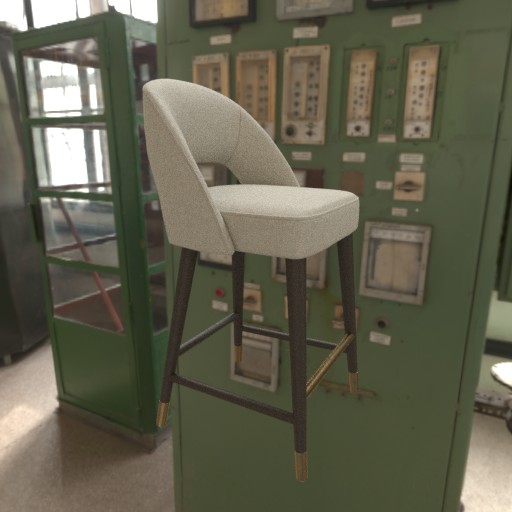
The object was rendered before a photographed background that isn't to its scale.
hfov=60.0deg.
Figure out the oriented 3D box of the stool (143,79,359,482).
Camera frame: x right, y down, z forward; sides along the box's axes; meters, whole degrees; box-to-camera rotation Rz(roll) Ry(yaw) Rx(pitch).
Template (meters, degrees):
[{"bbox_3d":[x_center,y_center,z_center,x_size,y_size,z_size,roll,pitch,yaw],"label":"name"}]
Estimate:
[{"bbox_3d":[0.000,0.000,1.230,0.509,0.940,0.494,8,17,28],"label":"stool"}]
